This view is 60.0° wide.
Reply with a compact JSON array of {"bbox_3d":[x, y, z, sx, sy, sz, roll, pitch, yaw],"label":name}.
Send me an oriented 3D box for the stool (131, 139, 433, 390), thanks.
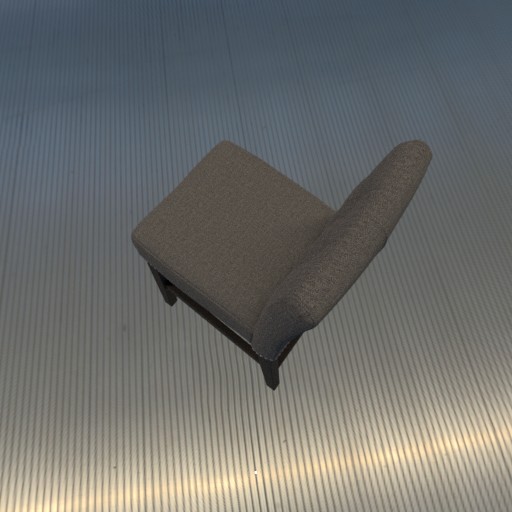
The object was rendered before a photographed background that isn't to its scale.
[{"bbox_3d":[0.000,0.000,1.211,0.571,0.885,0.427,33,68,15],"label":"stool"}]
